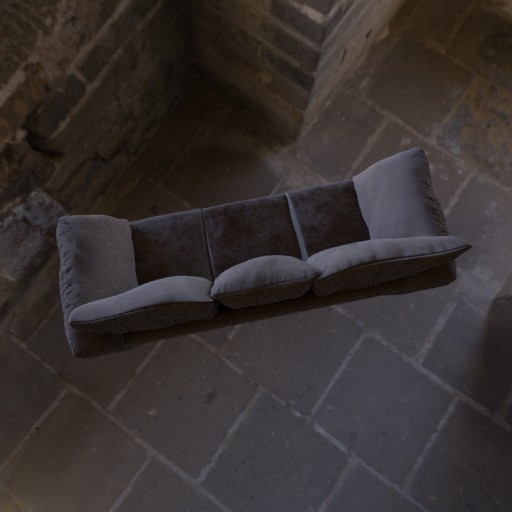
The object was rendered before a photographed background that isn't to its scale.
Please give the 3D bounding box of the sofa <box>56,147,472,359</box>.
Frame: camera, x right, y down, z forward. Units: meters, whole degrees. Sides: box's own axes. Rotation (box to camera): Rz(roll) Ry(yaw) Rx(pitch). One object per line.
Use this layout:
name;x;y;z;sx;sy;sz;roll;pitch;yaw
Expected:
sofa;0.000;0.000;2.845;2.336;1.073;0.878;-11;77;-3
